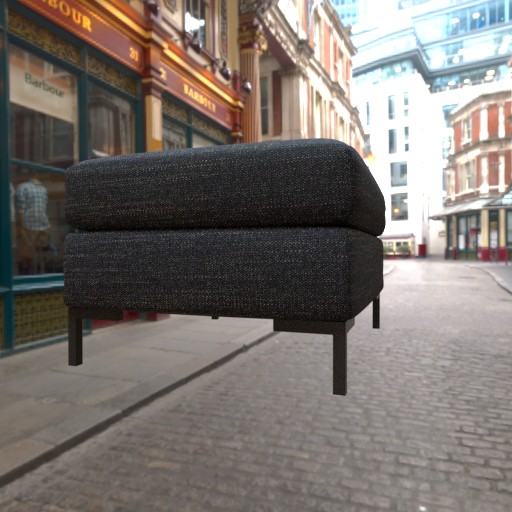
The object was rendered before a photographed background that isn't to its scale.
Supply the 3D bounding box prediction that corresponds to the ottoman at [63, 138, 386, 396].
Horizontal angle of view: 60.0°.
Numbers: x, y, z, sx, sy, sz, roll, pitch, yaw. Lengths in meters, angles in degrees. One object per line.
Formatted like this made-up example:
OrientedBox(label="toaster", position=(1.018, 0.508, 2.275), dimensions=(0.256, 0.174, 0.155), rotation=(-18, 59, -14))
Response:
OrientedBox(label="ottoman", position=(0.000, 0.000, 1.249), dimensions=(0.667, 0.491, 0.814), rotation=(0, 0, 20))
